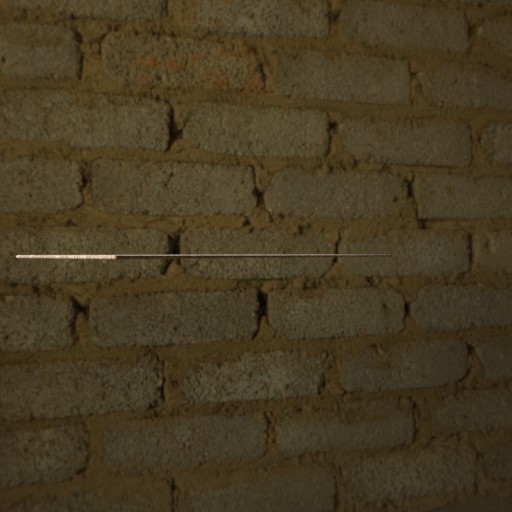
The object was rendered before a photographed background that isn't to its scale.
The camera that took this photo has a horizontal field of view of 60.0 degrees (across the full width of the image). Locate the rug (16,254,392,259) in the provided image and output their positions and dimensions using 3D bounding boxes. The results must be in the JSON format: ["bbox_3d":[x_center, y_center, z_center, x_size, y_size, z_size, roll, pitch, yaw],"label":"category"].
[{"bbox_3d":[0.000,0.000,2.490,0.691,0.013,2.289,0,0,38],"label":"rug"}]
